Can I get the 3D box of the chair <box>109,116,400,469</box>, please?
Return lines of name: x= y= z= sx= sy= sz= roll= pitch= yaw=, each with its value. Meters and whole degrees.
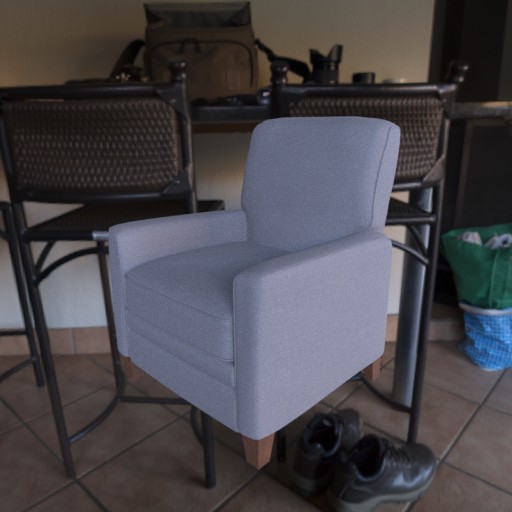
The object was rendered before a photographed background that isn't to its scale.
chair: x=0.000 y=0.000 z=1.696 sx=0.845 sy=1.023 sz=0.859 roll=15 pitch=22 yaw=42
